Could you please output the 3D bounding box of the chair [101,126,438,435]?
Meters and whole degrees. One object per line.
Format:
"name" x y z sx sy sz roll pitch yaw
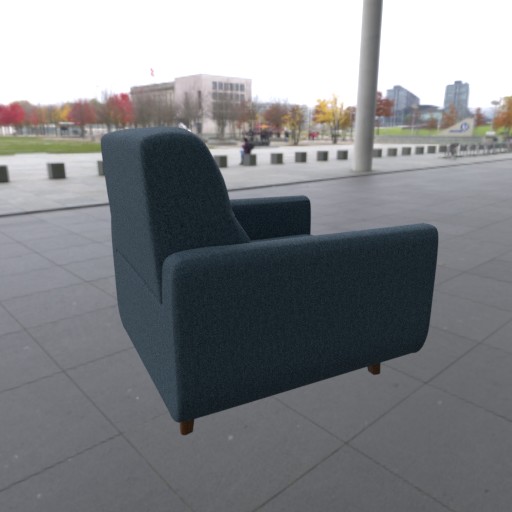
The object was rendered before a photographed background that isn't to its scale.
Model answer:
"chair" 0.000 0.000 1.678 0.964 0.940 0.880 -8 18 -26
